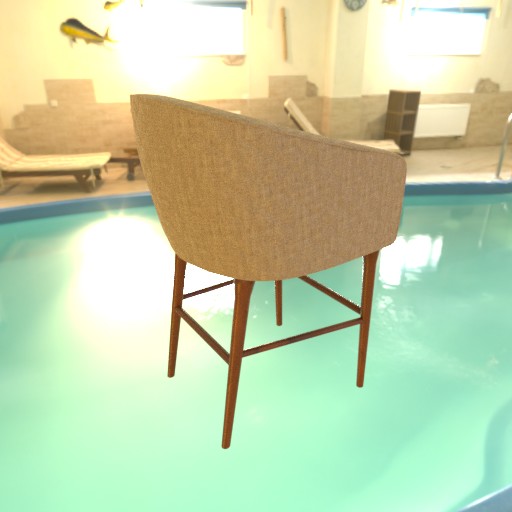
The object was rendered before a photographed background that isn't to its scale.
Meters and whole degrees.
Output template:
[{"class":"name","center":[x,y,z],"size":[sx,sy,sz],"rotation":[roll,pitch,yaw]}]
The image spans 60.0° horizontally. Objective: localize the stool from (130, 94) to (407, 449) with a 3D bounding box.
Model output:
[{"class":"stool","center":[0.000,0.000,1.349],"size":[0.635,0.952,0.559],"rotation":[-16,29,-31]}]
